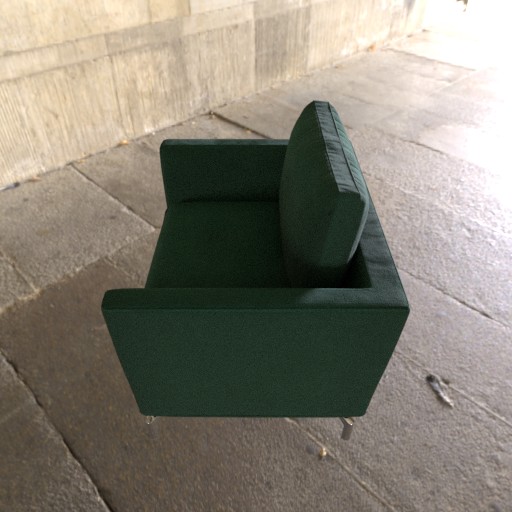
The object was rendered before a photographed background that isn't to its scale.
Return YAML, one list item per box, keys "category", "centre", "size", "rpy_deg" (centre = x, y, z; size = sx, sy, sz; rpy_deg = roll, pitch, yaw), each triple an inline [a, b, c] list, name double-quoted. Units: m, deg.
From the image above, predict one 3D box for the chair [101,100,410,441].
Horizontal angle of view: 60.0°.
- category: "chair"
  centre: [0.000, 0.000, 1.745]
  size: [0.852, 0.997, 1.047]
  rpy_deg: [0, 40, 0]
